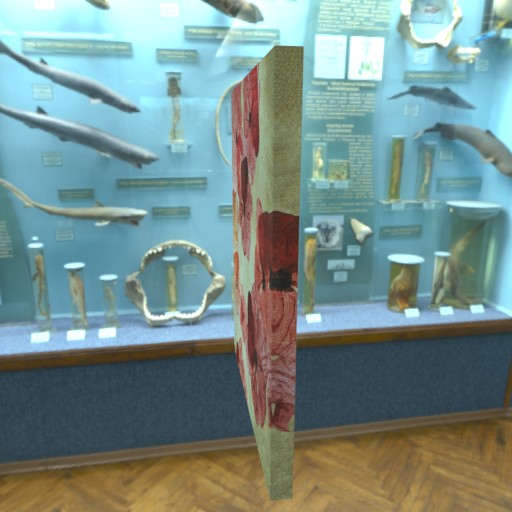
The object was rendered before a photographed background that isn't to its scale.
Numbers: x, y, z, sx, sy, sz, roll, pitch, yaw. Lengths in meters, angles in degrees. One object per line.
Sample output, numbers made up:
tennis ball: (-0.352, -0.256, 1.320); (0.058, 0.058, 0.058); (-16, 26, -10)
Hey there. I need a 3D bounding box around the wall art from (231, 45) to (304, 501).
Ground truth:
wall art: (0.000, 0.000, 0.669); (0.028, 0.508, 0.406); (-2, 15, -8)
